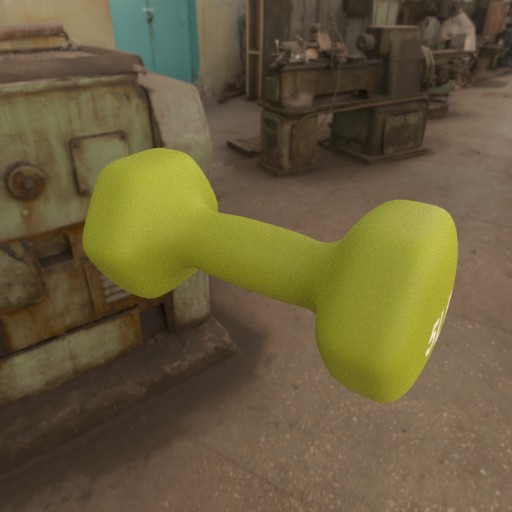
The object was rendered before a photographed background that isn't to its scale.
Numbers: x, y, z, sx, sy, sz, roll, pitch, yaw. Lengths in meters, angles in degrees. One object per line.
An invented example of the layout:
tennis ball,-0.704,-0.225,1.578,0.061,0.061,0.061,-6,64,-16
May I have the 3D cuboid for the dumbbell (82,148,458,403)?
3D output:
dumbbell,0.000,0.000,0.202,0.164,0.072,0.080,18,35,29
